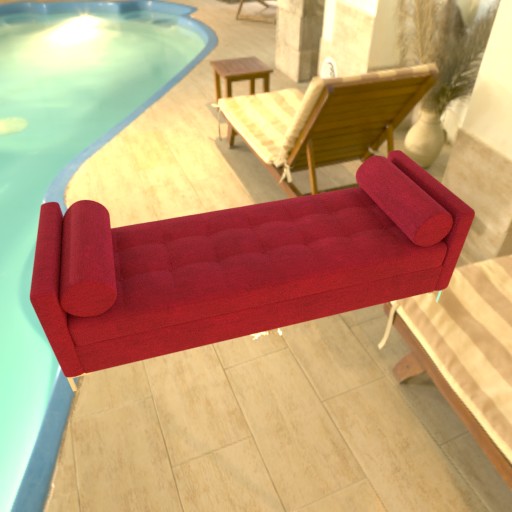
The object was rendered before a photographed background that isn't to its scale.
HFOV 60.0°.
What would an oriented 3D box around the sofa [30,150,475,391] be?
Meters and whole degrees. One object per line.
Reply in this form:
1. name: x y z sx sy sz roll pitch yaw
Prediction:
1. sofa: 0.000 0.000 2.311 1.981 0.635 0.686 -11 41 -13
